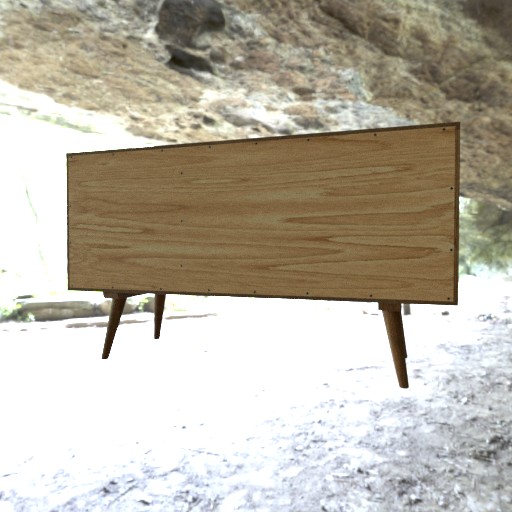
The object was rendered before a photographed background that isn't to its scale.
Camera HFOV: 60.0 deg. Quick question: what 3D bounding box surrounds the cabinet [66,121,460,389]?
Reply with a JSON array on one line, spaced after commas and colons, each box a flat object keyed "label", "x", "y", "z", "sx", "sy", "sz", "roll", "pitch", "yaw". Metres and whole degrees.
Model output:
[{"label": "cabinet", "x": 0.000, "y": 0.000, "z": 1.734, "sx": 1.400, "sy": 0.800, "sz": 0.472, "roll": 0, "pitch": 1, "yaw": 18}]
